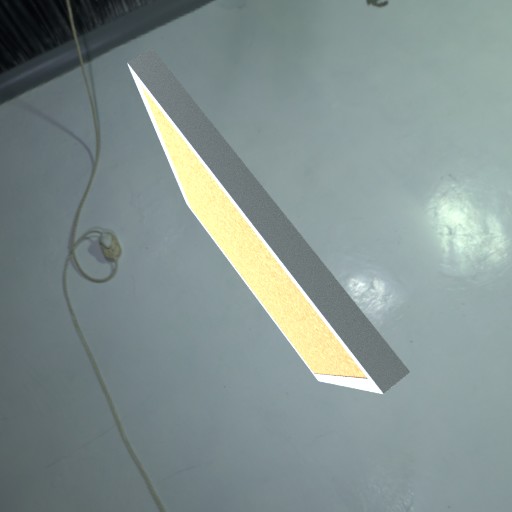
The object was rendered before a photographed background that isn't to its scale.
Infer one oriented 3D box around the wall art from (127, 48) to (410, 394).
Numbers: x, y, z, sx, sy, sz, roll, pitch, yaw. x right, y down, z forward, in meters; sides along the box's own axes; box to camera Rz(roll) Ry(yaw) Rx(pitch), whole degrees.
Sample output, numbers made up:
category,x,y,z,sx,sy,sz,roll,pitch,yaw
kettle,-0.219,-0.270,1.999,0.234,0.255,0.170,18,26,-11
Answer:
category,x,y,z,sx,sy,sz,roll,pitch,yaw
wall art,0.000,0.000,0.767,0.038,0.505,0.506,-36,78,-8
